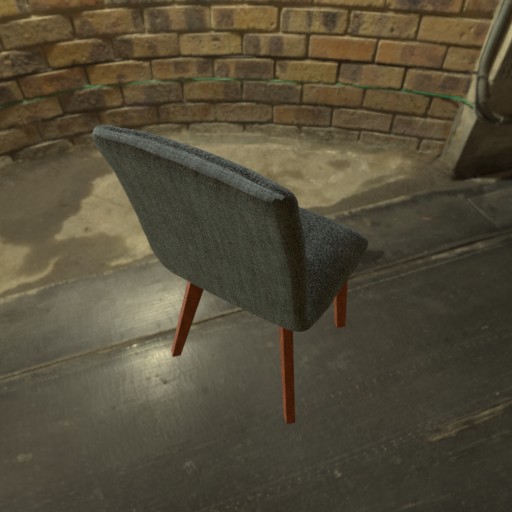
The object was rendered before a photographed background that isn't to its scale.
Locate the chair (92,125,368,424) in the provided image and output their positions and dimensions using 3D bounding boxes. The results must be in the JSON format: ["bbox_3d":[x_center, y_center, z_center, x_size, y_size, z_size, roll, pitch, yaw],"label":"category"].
[{"bbox_3d":[0.000,0.000,1.292,0.522,0.974,0.563,24,51,21],"label":"chair"}]
